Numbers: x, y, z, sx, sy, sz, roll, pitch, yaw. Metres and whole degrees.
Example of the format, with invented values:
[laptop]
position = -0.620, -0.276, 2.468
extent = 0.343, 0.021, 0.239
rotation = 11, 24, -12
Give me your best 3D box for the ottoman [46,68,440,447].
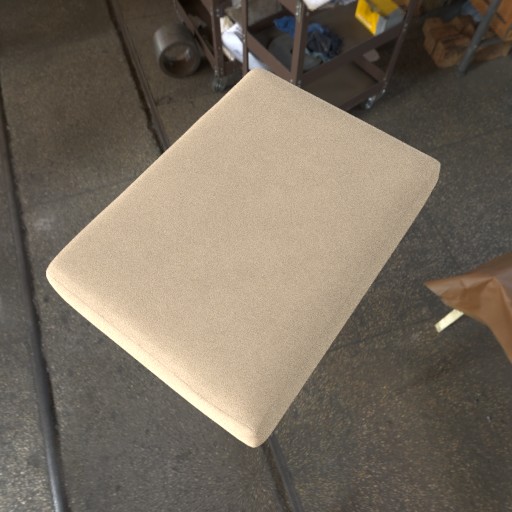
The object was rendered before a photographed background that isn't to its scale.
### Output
[ottoman]
position = 0.000, 0.000, 1.150
extent = 0.569, 0.504, 0.773
rotation = 33, 68, 15
